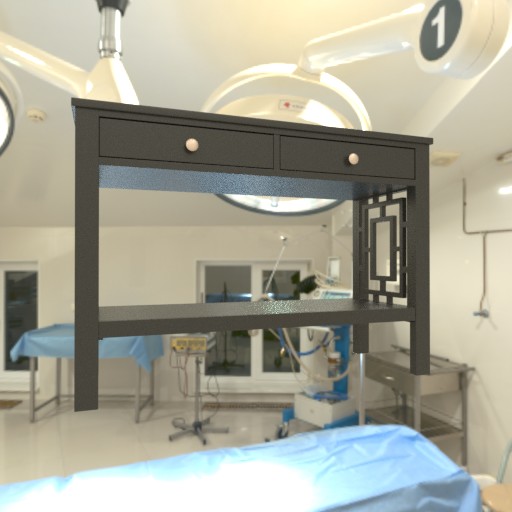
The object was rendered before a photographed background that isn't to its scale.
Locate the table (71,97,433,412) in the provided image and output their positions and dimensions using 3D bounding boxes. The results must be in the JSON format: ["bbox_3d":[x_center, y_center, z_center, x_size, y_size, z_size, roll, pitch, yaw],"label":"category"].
[{"bbox_3d":[0.000,0.000,1.409,1.068,0.753,0.397,0,0,-19],"label":"table"}]
